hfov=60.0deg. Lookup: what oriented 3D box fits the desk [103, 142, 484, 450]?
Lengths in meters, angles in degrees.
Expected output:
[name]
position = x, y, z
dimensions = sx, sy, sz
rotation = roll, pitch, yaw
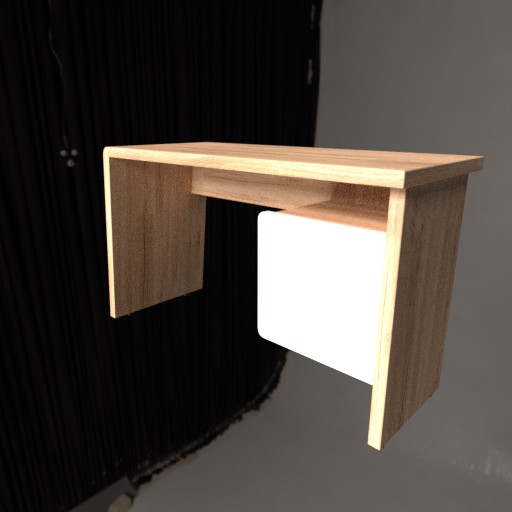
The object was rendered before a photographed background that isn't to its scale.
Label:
[desk]
position = 0.000, 0.000, 1.612
dimensions = 1.300, 0.750, 0.500
rotation = 15, 23, 41
